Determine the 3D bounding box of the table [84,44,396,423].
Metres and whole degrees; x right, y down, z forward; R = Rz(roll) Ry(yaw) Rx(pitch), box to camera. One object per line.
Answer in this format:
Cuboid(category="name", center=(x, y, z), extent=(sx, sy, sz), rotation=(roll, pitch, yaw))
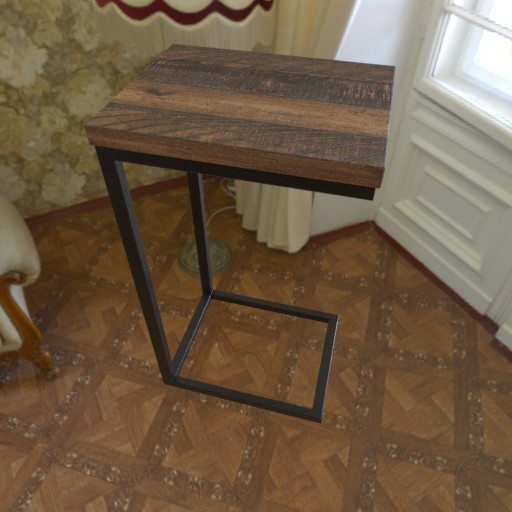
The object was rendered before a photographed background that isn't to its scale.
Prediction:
Cuboid(category="table", center=(0.000, 0.000, 0.943), extent=(0.414, 0.718, 0.323), rotation=(11, 46, 11))
